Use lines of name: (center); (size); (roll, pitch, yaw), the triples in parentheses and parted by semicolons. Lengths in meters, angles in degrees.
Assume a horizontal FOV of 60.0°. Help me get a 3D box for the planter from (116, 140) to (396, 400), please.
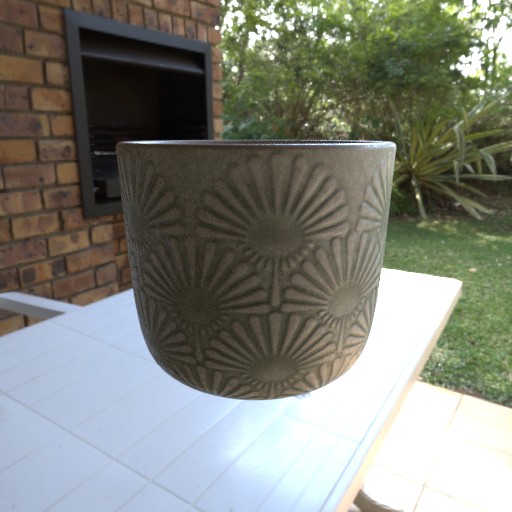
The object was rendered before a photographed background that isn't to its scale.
planter: (0.000, 0.000, 0.218); (0.124, 0.109, 0.124); (0, 15, 0)
